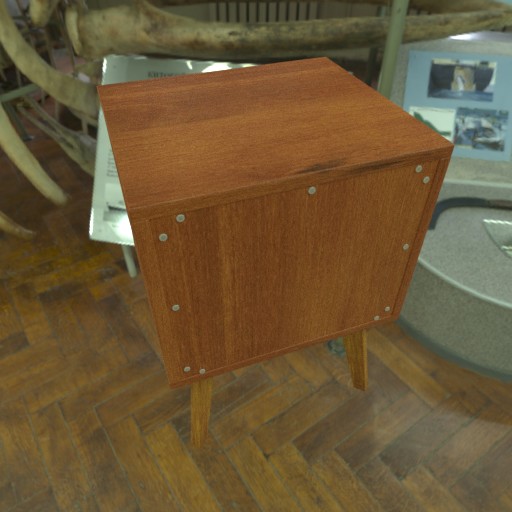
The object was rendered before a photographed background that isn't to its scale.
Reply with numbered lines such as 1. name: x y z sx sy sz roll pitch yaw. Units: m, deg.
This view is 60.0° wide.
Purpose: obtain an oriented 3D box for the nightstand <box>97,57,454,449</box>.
1. nightstand: 0.000 0.000 0.917 0.460 0.618 0.411 -14 43 -15
